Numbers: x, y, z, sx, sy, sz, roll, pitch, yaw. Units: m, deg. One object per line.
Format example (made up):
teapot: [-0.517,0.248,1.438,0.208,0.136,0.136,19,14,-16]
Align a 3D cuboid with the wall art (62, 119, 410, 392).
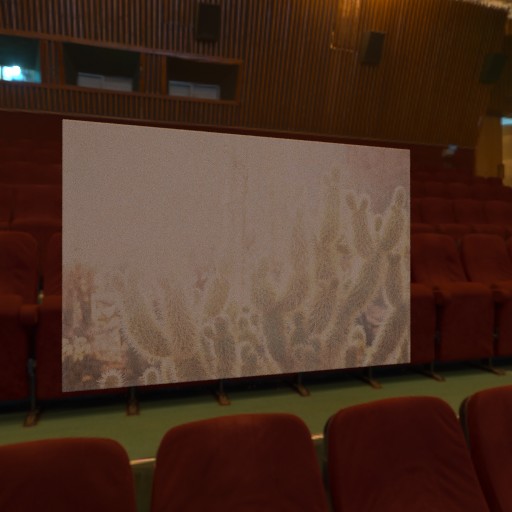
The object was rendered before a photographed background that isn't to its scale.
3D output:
wall art: [0.000,0.000,1.423,1.142,0.758,0.041,0,0,-18]
